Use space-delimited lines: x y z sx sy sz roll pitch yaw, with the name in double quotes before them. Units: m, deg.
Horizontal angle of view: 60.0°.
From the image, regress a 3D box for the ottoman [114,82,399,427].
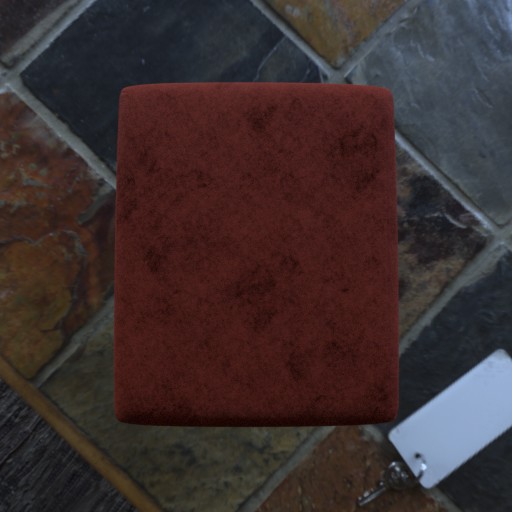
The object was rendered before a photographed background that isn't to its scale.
"ottoman" 0.000 0.000 1.191 0.650 0.462 0.782 0 87 -1
